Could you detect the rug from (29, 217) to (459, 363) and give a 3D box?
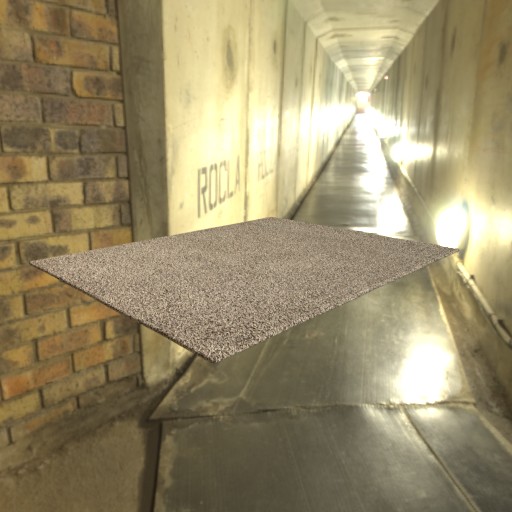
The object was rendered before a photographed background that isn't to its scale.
[{"bbox_3d":[0.000,0.000,3.980,2.438,0.029,3.047,15,21,43],"label":"rug"}]
